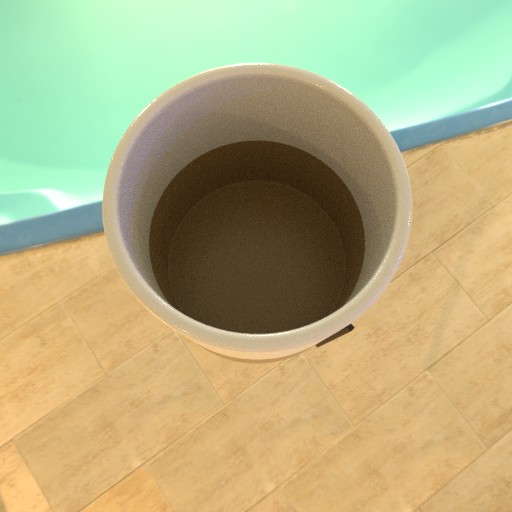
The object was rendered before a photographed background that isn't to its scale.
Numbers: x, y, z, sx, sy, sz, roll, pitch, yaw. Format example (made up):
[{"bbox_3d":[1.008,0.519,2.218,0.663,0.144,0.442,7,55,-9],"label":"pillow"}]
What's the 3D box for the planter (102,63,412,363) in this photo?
[{"bbox_3d":[0.000,0.000,0.632,0.310,0.432,0.310,-28,77,-7],"label":"planter"}]
